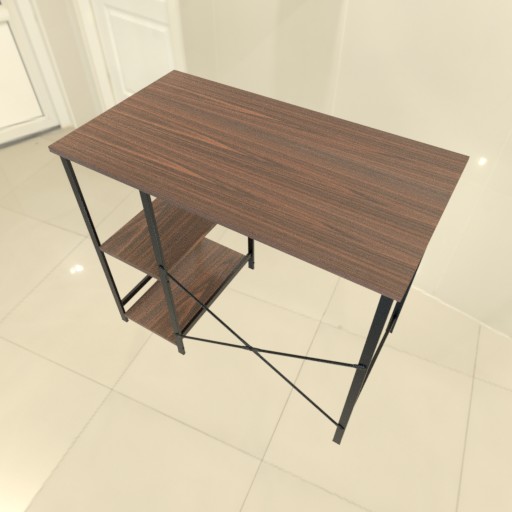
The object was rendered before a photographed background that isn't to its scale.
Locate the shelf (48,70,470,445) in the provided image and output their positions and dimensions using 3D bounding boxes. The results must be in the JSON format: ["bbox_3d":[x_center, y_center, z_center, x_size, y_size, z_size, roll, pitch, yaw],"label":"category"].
[{"bbox_3d":[0.000,0.000,1.355,0.902,0.750,0.498,24,52,21],"label":"shelf"}]
